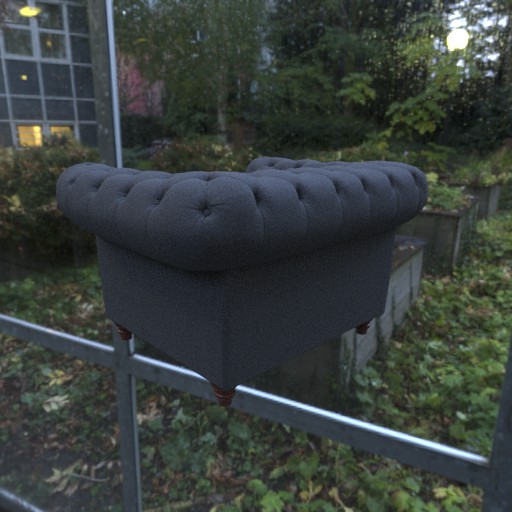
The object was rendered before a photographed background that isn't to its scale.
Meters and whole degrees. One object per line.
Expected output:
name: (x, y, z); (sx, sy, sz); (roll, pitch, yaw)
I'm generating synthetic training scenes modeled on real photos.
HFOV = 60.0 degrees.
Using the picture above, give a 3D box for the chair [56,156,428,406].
chair: (0.000, 0.000, 1.850); (1.270, 0.770, 0.976); (-14, 20, -42)
